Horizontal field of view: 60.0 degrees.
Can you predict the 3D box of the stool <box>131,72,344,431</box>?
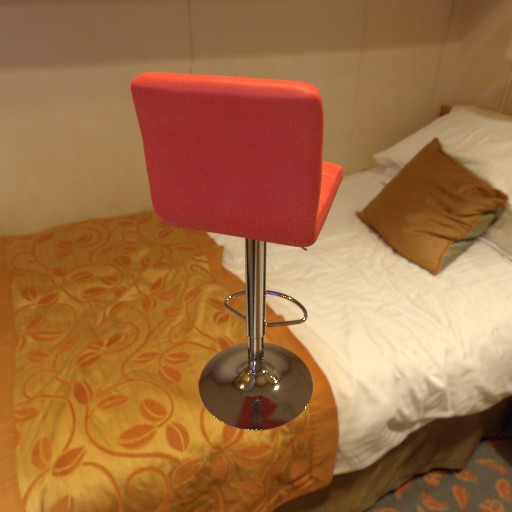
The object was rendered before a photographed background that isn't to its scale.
[{"bbox_3d":[0.000,0.000,1.366,0.430,1.115,0.505,10,33,16],"label":"stool"}]
